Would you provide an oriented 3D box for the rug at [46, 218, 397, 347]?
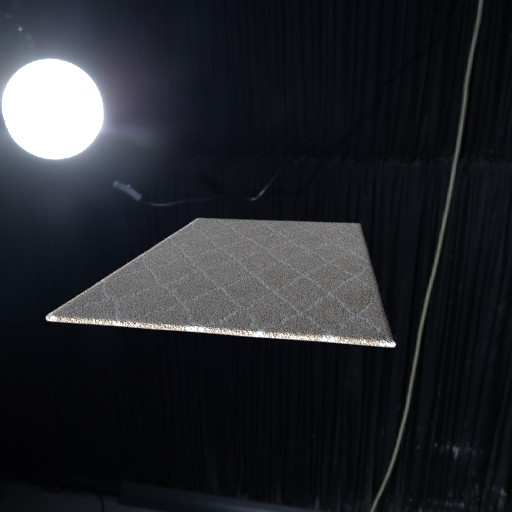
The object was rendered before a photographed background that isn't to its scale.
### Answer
[{"bbox_3d":[0.000,0.000,3.470,1.778,0.030,2.743,3,16,9],"label":"rug"}]
